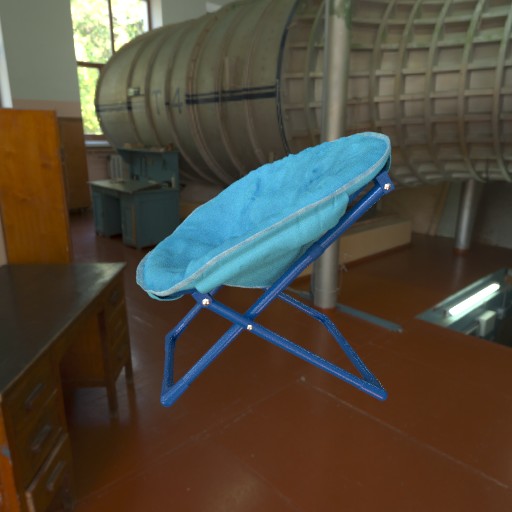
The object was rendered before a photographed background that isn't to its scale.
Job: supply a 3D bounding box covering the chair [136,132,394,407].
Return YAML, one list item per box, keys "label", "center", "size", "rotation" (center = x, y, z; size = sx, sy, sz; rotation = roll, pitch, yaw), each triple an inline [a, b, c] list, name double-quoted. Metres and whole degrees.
- label: "chair"
  center: [0.000, 0.000, 0.887]
  size: [0.465, 0.478, 0.520]
  rotation: [-3, 16, -9]
